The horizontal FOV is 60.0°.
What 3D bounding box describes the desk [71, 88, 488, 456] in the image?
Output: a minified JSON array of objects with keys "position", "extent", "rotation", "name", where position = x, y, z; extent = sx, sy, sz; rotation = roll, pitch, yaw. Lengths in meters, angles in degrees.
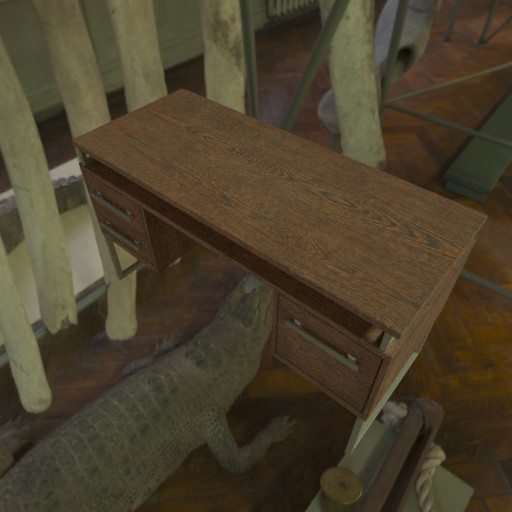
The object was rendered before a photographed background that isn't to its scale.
[{"position":[0.000,0.000,1.814],"extent":[1.384,0.792,0.610],"rotation":[31,53,27],"name":"desk"}]
